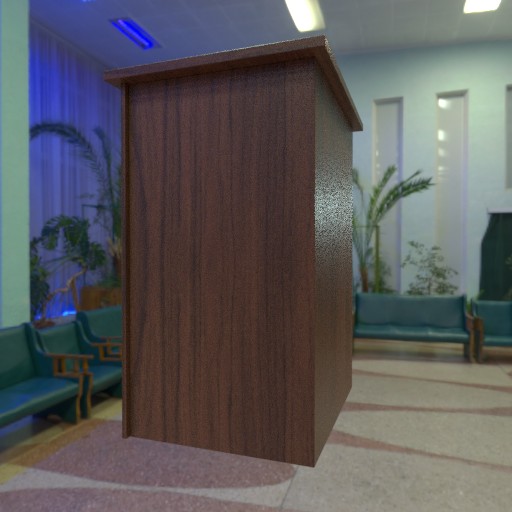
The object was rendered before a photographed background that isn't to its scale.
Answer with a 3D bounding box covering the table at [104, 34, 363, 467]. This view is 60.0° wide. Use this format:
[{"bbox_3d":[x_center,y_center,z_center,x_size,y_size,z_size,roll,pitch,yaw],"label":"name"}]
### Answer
[{"bbox_3d":[0.000,0.000,0.922,0.381,0.636,0.480,0,1,20],"label":"table"}]
